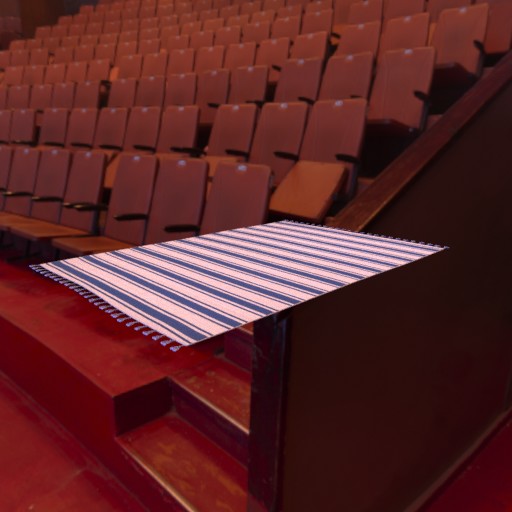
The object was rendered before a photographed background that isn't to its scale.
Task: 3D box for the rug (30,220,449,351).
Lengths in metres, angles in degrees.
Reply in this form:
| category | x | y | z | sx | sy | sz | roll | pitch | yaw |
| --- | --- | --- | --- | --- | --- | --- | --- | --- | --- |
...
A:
| category | x | y | z | sx | sy | sz | roll | pitch | yaw |
| --- | --- | --- | --- | --- | --- | --- | --- | --- | --- |
| rug | 0.000 | 0.000 | 2.888 | 2.315 | 0.010 | 1.544 | -14 | 20 | -42 |
